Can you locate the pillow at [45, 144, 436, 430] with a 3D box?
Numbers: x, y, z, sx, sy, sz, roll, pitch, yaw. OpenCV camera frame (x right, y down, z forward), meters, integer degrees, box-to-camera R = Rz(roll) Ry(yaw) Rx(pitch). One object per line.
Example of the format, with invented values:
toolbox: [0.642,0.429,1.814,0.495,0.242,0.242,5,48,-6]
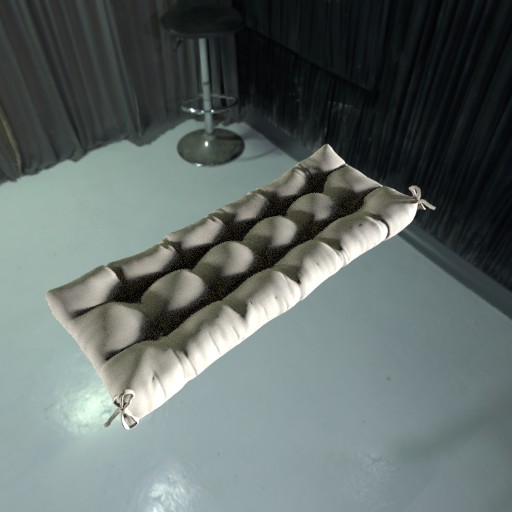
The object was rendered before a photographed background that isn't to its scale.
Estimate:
pillow: [0.000,0.000,1.346,1.194,0.174,0.511,-32,55,-26]
